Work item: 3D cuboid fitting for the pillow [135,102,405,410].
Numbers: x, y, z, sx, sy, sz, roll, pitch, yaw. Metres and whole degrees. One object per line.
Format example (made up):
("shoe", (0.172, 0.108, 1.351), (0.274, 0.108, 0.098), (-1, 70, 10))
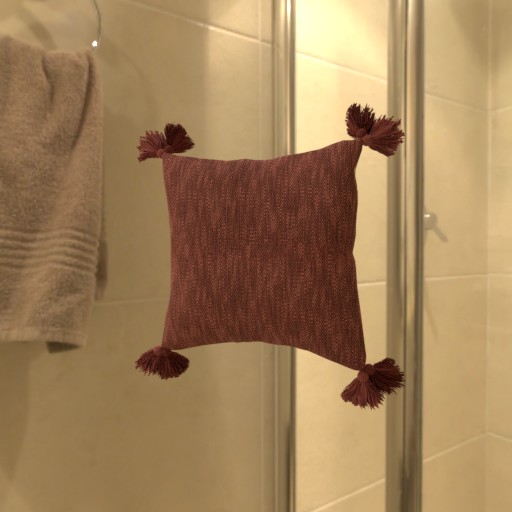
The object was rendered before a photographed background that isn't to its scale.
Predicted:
("pillow", (0.000, 0.000, 0.996), (0.641, 0.659, 0.138), (0, 1, 18))
